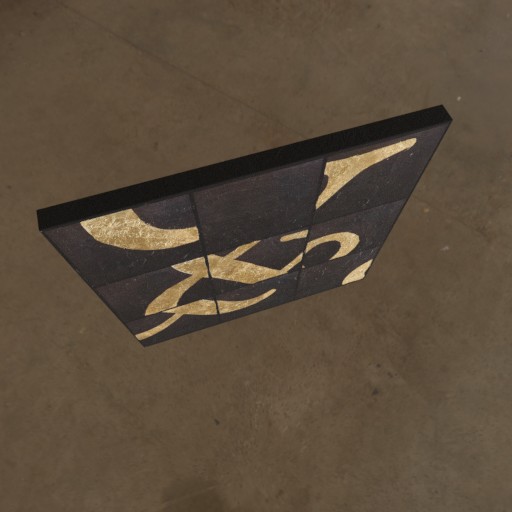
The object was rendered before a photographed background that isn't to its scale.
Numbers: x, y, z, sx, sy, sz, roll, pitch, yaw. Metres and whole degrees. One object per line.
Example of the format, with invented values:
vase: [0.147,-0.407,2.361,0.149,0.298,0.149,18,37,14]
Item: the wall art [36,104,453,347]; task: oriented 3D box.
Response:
wall art: [0.000,0.000,1.123,0.758,0.758,0.044,-16,65,-8]
